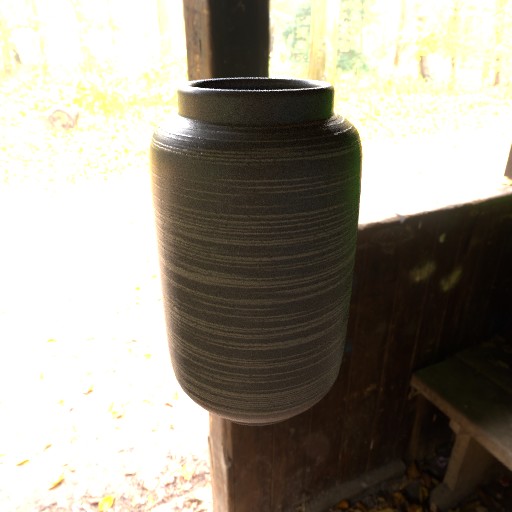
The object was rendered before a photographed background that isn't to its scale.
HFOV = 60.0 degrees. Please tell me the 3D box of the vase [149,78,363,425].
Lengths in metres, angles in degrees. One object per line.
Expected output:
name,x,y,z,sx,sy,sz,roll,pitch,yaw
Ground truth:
vase,0.000,0.000,0.684,0.297,0.499,0.297,0,26,0
